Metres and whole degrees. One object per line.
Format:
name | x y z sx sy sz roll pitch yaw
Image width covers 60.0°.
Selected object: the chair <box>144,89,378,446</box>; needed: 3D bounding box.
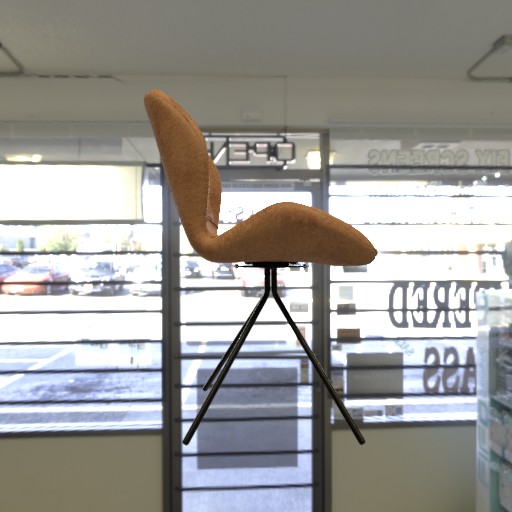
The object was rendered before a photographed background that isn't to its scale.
chair | 0.000 0.000 1.304 0.640 0.929 0.527 0 0 0
